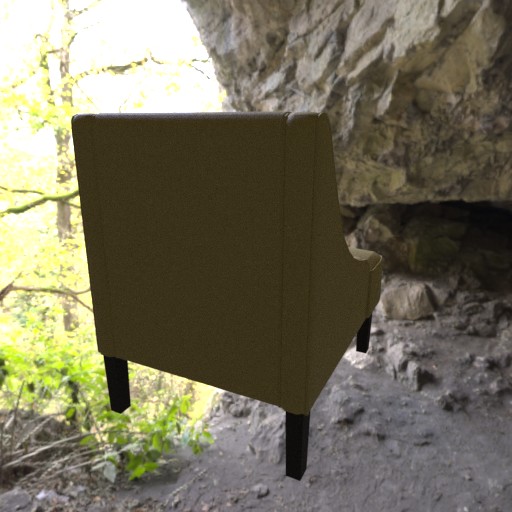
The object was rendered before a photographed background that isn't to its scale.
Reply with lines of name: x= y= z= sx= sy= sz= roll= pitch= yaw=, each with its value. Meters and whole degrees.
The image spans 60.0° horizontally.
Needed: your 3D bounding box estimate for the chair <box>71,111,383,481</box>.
chair: x=0.000 y=0.000 z=1.461 sx=0.696 sy=0.896 sz=0.814 roll=9 pitch=19 yaw=25
